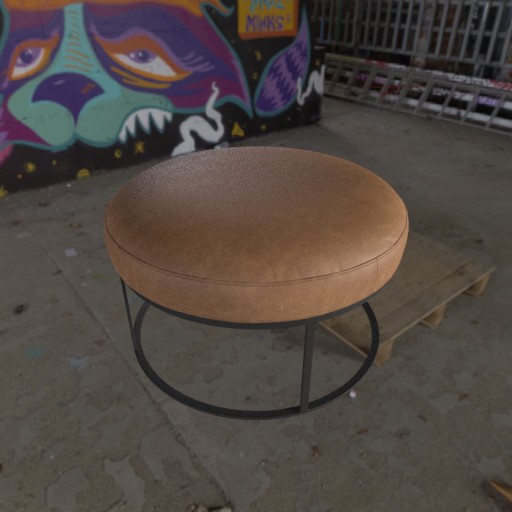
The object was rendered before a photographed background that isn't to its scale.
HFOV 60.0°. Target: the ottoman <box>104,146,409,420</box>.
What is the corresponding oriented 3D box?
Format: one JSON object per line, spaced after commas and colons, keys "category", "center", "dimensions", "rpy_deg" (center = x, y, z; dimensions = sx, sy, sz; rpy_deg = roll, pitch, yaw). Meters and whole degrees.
{"category": "ottoman", "center": [0.000, 0.000, 1.242], "dimensions": [0.771, 0.460, 0.771], "rpy_deg": [0, 31, 0]}
